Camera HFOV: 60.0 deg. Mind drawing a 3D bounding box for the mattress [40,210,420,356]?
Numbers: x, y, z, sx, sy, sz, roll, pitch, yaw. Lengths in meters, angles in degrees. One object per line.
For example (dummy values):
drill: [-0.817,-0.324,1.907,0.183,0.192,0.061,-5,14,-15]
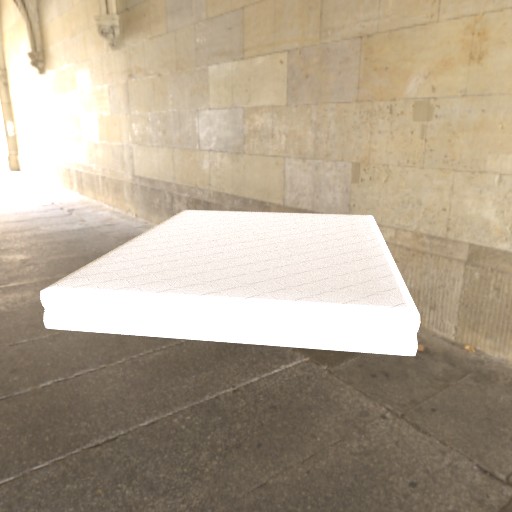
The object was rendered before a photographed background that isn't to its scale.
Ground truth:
mattress: [0.000,0.000,2.782,1.600,0.200,2.000,3,16,9]
